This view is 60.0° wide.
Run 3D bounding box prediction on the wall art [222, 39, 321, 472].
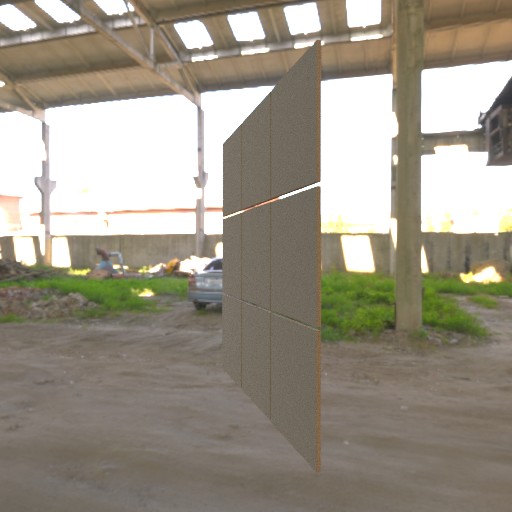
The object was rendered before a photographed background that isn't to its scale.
[{"bbox_3d":[0.000,0.000,1.380,0.010,0.917,0.919,0,0,-17],"label":"wall art"}]
